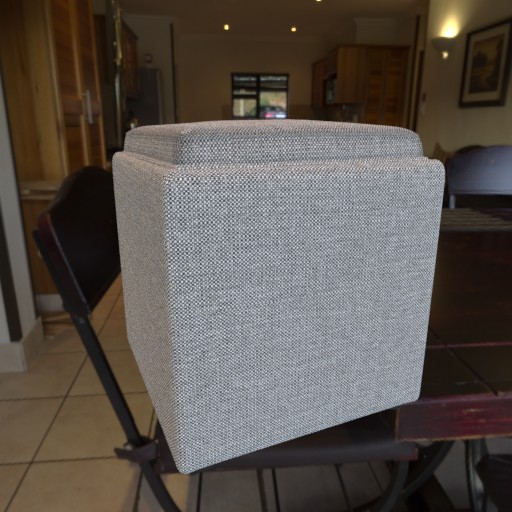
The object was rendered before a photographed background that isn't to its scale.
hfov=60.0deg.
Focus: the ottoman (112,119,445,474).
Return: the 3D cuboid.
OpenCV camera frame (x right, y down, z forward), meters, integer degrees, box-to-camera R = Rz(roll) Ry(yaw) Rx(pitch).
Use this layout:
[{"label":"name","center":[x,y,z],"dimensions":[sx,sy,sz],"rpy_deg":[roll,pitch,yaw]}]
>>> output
[{"label":"ottoman","center":[0.000,0.000,0.827],"dimensions":[0.436,0.487,0.454],"rpy_deg":[-7,18,-23]}]
